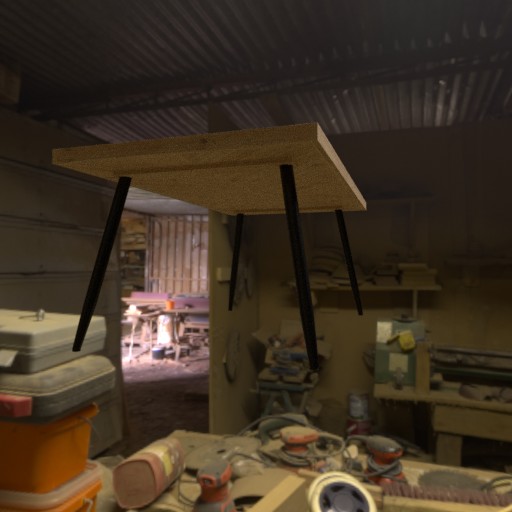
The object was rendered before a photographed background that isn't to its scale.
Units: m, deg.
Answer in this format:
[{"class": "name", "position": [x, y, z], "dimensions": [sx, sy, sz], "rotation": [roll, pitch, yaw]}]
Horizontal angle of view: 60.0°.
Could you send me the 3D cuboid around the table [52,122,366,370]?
[{"class": "table", "position": [0.000, 0.000, 2.334], "dimensions": [0.991, 0.762, 1.803], "rotation": [0, -1, 18]}]
